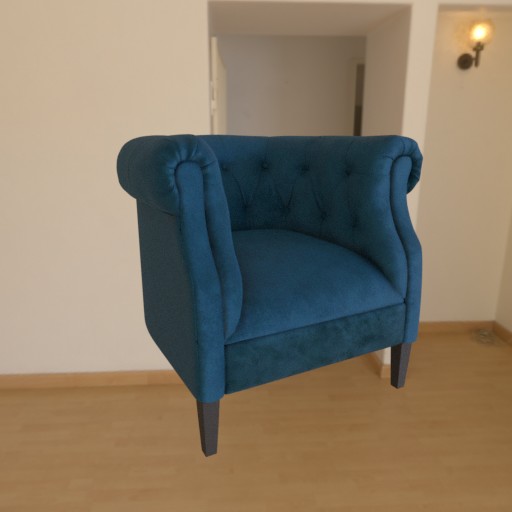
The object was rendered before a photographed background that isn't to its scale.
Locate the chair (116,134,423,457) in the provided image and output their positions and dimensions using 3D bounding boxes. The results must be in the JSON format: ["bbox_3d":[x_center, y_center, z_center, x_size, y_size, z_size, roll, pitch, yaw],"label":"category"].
[{"bbox_3d":[0.000,0.000,1.558,0.904,0.826,0.851,-8,17,-27],"label":"chair"}]
